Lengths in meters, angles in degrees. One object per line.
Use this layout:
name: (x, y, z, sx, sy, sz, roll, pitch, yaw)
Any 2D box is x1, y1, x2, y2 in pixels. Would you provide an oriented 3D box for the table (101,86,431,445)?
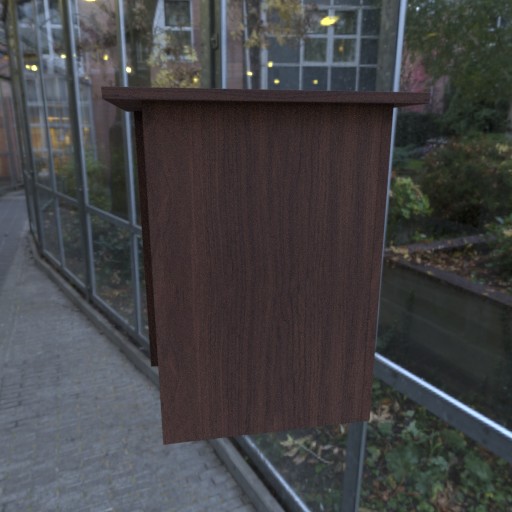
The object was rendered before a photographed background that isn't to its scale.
table: (0.000, 0.000, 1.062, 0.589, 0.711, 0.406, -3, 15, -10)
